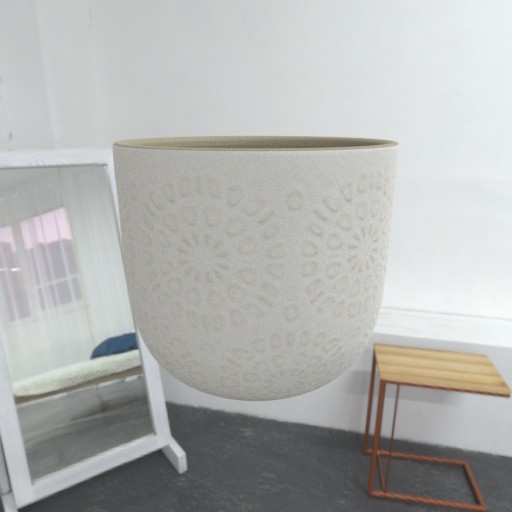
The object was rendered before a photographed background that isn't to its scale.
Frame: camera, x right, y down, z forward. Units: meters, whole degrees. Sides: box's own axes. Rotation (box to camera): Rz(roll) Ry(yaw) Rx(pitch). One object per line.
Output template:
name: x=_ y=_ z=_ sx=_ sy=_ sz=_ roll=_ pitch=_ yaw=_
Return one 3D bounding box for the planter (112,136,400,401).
planter: x=0.000 y=0.000 z=0.216 sx=0.124 sy=0.109 sz=0.124 roll=0 pitch=17 yaw=0
